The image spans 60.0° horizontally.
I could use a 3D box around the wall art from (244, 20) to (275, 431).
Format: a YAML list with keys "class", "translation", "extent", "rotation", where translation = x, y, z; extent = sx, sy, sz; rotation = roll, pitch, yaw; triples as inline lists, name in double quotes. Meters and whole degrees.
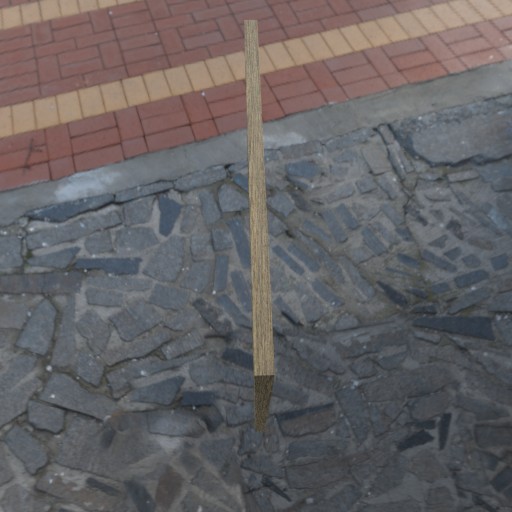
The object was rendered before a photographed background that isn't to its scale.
- class: "wall art"
  translation: [0.000, 0.000, 0.752]
  extent: [0.019, 0.508, 0.508]
  rotation: [-2, 63, -1]
